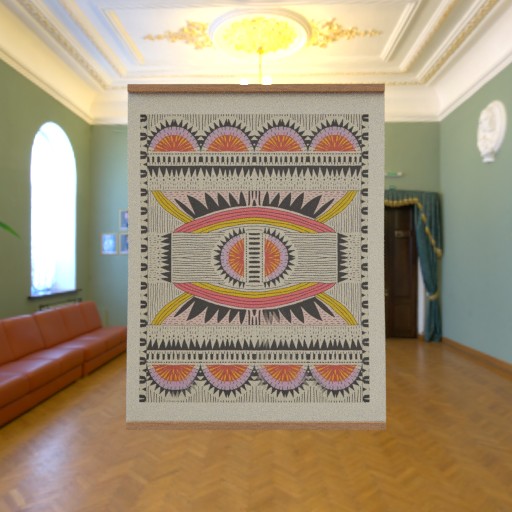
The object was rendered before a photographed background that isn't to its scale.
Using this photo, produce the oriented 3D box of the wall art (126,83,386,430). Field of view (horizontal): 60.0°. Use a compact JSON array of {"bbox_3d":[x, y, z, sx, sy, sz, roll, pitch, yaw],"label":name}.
[{"bbox_3d":[0.000,0.000,1.314,0.765,1.016,0.028,0,-1,0],"label":"wall art"}]
